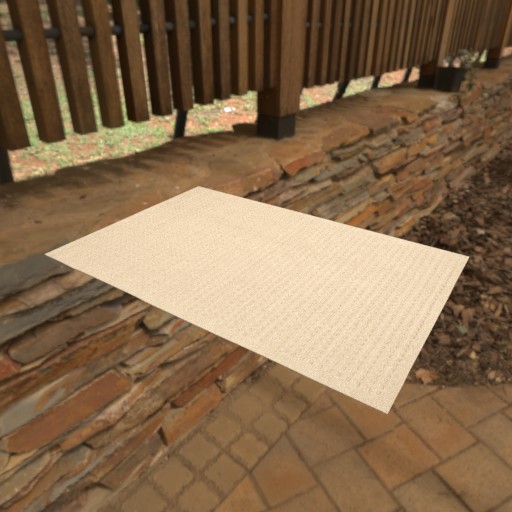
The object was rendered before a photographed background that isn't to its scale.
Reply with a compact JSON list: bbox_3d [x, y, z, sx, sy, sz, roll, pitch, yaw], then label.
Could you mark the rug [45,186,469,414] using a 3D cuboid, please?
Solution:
[{"bbox_3d":[0.000,0.000,2.859,2.289,0.006,1.523,18,34,29],"label":"rug"}]
